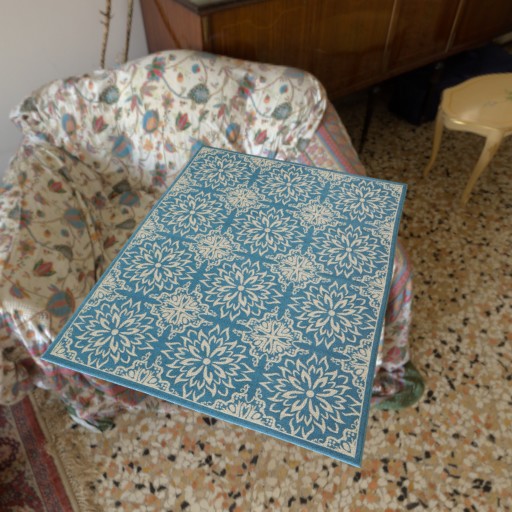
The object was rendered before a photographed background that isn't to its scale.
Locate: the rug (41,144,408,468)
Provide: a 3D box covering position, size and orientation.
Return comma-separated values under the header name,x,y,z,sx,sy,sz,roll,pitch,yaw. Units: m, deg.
name,x,y,z,sx,sy,sz,roll,pitch,yaw
rug,0.000,0.000,3.929,2.350,0.018,2.964,14,48,13
